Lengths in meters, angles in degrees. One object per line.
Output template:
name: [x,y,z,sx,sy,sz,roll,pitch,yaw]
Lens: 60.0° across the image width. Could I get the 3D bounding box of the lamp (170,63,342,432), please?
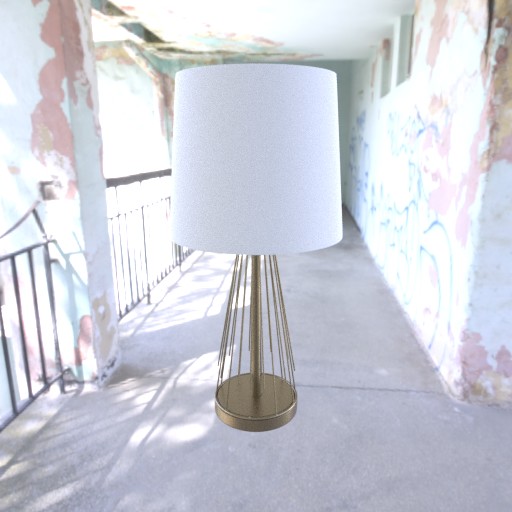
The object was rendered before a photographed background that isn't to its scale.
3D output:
lamp: [0.000,0.000,0.801,0.303,0.618,0.303,0,15,0]
